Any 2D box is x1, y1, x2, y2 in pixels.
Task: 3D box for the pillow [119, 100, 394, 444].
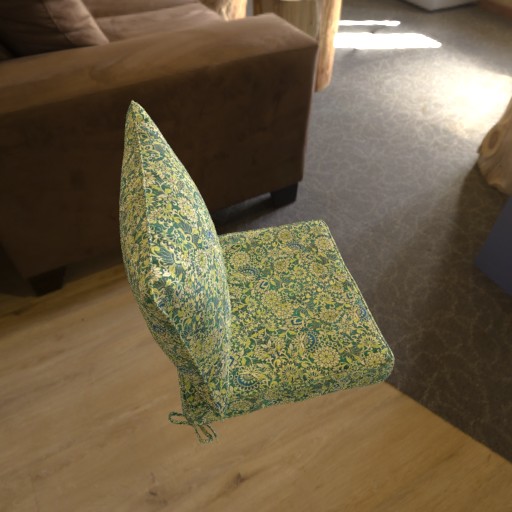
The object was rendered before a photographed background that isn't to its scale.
[{"bbox_3d":[0.000,0.000,1.360,0.740,0.722,0.798,-10,47,-9],"label":"pillow"}]
